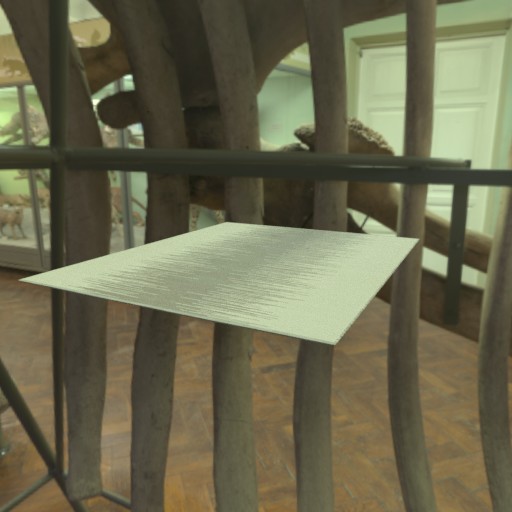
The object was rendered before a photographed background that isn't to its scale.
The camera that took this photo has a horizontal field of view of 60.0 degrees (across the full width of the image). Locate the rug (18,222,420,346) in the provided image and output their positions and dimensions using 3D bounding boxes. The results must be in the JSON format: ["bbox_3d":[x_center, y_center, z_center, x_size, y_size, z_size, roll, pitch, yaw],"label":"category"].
[{"bbox_3d":[0.000,0.000,4.067,2.453,0.010,3.037,7,15,27],"label":"rug"}]
